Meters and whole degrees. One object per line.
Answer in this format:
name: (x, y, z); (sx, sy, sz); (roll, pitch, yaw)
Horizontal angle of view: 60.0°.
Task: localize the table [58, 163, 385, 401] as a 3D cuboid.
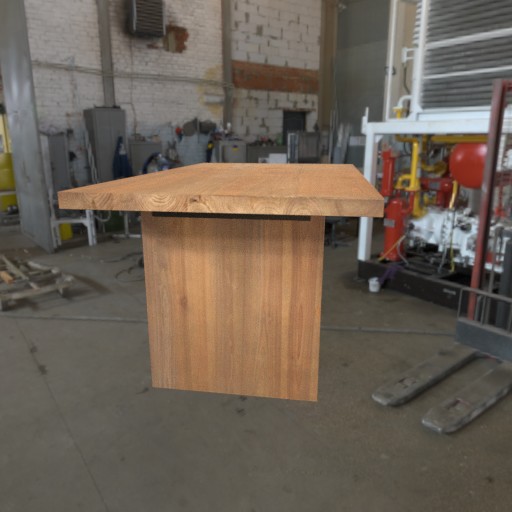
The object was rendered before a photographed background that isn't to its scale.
table: (0.000, 0.000, 2.118); (0.946, 0.780, 1.609); (2, 15, 9)
